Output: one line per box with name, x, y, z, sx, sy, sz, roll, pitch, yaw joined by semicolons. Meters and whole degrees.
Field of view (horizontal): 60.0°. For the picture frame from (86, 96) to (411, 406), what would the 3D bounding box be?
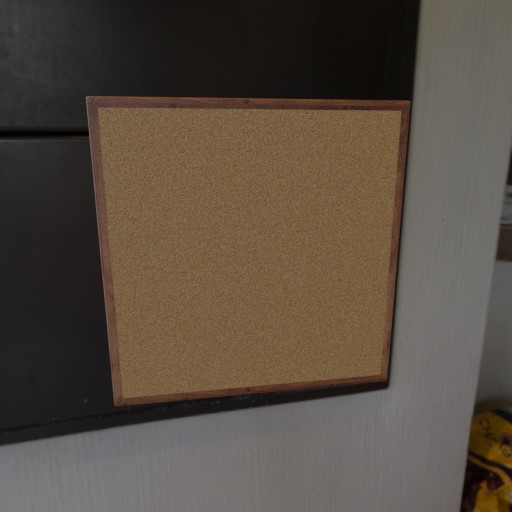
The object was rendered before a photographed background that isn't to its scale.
picture frame;0.000;0.000;0.533;0.352;0.356;0.028;-2;15;-9
